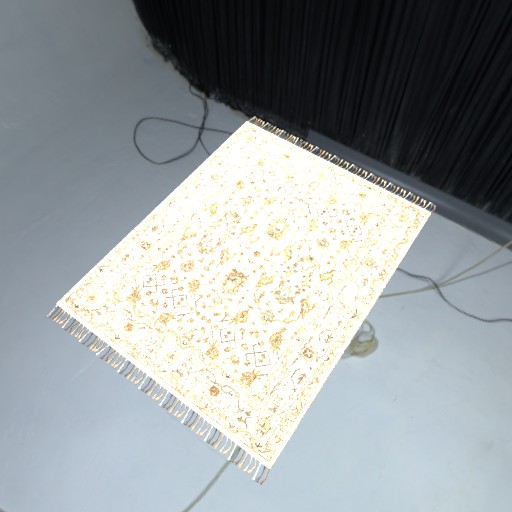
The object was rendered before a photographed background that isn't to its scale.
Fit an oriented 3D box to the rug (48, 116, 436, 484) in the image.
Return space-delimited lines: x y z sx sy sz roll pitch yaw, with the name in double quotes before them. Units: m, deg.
"rug" 0.000 0.000 2.319 1.278 0.009 1.726 31 63 18
